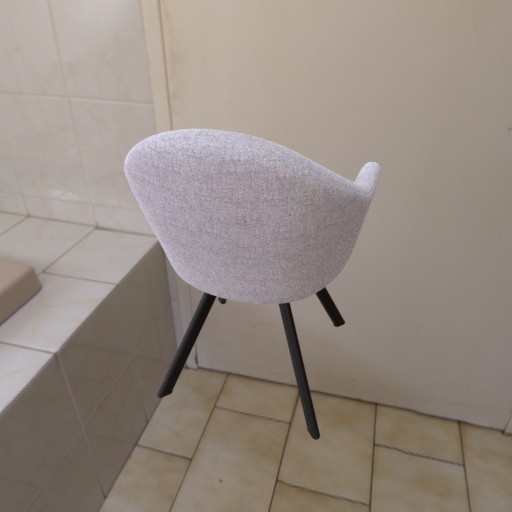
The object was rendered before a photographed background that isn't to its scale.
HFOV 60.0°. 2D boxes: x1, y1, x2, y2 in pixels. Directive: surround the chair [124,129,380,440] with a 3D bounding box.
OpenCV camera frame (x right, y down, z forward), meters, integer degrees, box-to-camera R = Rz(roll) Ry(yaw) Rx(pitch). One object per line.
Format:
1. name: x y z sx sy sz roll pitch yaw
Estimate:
1. chair: 0.000 0.000 1.137 0.540 0.780 0.570 10 33 15
